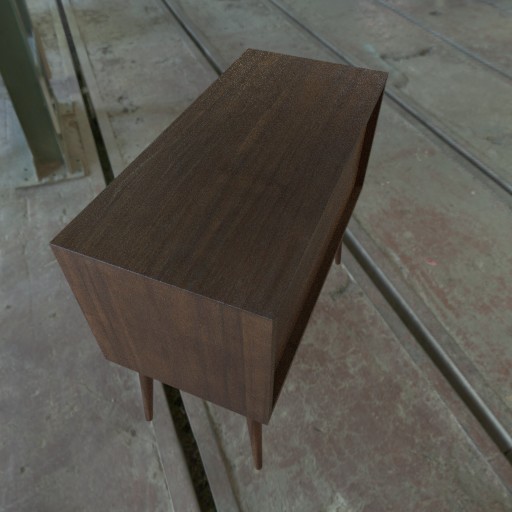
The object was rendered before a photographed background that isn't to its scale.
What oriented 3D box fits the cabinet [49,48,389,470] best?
[{"bbox_3d":[0.000,0.000,1.078,0.354,0.654,0.743,17,50,15],"label":"cabinet"}]
